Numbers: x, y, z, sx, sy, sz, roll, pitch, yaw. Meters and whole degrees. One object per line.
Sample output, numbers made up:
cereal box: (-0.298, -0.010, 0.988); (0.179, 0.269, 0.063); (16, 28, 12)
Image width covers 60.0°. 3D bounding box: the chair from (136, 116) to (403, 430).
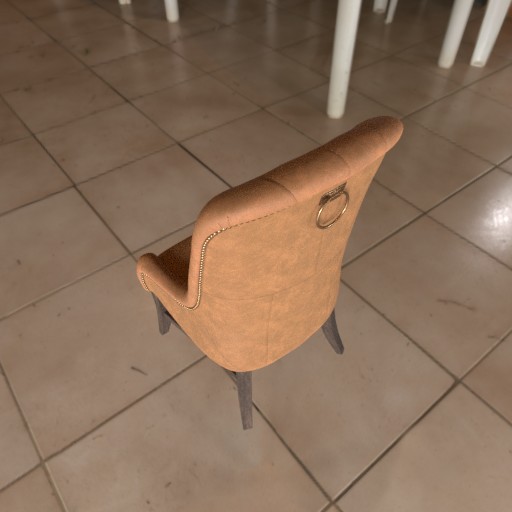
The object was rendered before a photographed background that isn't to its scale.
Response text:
chair: (0.000, 0.000, 1.482); (0.634, 1.091, 0.629); (-31, 54, -26)
